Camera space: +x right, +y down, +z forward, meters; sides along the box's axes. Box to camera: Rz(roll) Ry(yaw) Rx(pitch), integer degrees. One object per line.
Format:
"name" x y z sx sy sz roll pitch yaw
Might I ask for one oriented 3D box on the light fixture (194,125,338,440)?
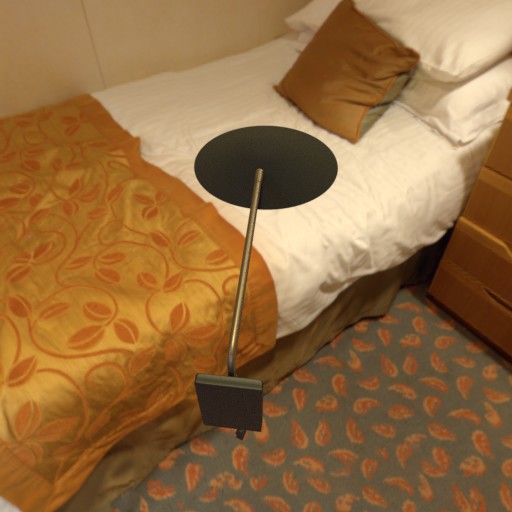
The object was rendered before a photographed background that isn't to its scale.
"light fixture" 0.000 0.000 0.707 0.240 0.312 0.516 5 47 5
